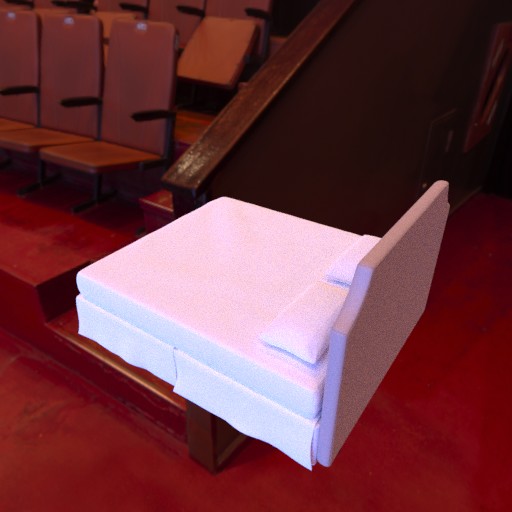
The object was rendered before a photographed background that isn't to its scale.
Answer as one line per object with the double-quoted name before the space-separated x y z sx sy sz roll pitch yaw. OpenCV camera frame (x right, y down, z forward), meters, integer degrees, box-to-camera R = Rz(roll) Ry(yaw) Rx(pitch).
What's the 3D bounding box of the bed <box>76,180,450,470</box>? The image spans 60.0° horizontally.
"bed" 0.000 0.000 4.174 2.773 1.590 2.350 20 36 30
